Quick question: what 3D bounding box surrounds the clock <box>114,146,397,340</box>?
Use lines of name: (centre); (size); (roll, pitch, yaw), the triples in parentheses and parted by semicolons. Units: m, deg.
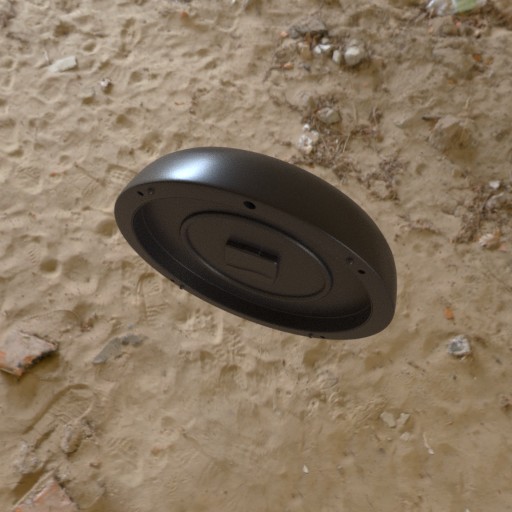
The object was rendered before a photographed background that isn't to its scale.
clock: (0.000, 0.000, 0.472); (0.300, 0.300, 0.060); (19, 65, 9)
